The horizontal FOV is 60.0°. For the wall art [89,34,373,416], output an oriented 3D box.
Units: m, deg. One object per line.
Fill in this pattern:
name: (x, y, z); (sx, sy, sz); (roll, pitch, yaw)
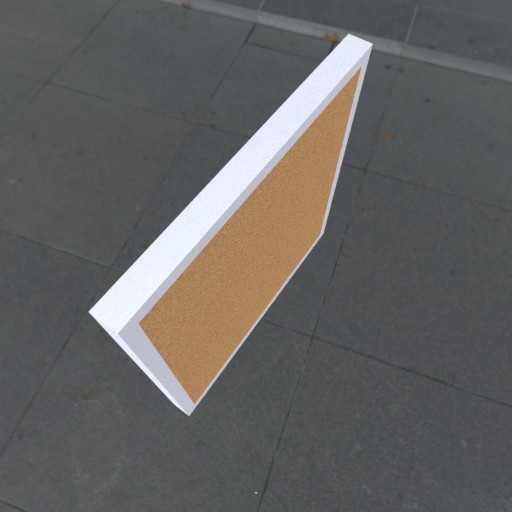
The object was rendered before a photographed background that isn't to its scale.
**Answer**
wall art: (0.000, 0.000, 0.744); (0.038, 0.508, 0.507); (32, 66, 16)
